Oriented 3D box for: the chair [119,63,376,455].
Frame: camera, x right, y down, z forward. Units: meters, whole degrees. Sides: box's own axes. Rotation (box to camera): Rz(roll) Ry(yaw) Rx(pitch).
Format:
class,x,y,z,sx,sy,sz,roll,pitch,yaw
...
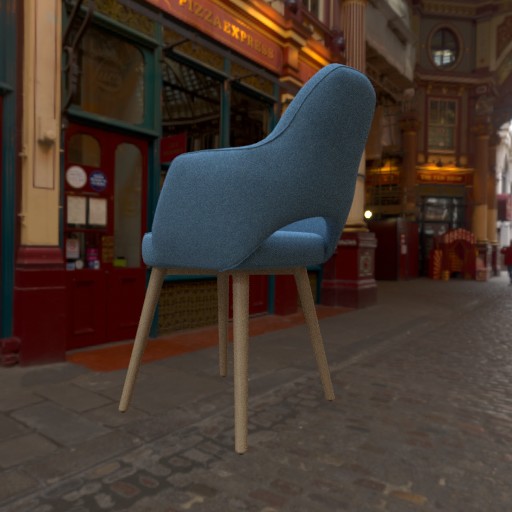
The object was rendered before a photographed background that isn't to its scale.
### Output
class,x,y,z,sx,sy,sz,roll,pitch,yaw
chair,0.000,0.000,1.288,0.666,0.920,0.589,1,1,37
